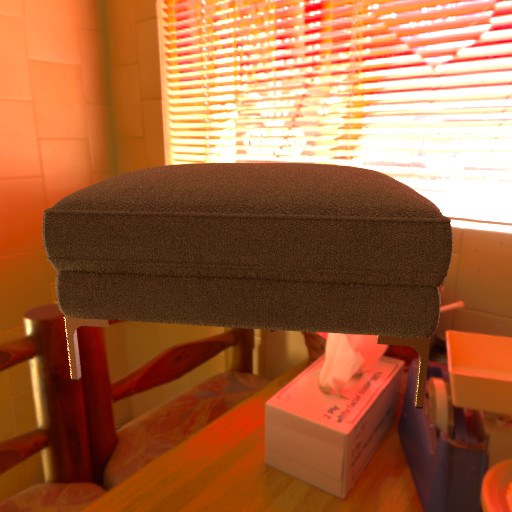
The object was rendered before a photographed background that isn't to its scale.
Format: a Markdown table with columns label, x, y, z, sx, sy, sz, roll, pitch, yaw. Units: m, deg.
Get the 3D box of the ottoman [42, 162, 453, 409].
| label | x | y | z | sx | sy | sz | roll | pitch | yaw |
| --- | --- | --- | --- | --- | --- | --- | --- | --- | --- |
| ottoman | 0.000 | 0.000 | 1.131 | 0.785 | 0.464 | 0.583 | 2 | 14 | 8 |
